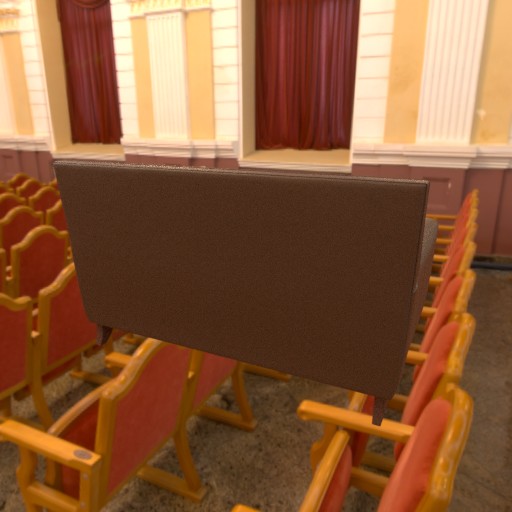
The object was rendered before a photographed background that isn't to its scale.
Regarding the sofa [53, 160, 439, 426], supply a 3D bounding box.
[{"bbox_3d":[0.000,0.000,2.011,1.468,0.859,0.853,8,19,25],"label":"sofa"}]
